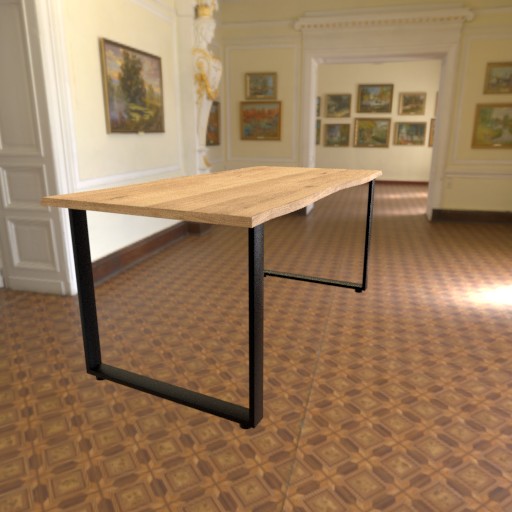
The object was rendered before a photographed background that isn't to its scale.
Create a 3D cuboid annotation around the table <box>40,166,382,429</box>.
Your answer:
[{"bbox_3d":[0.000,0.000,2.307,0.900,0.780,1.800,8,17,26],"label":"table"}]
